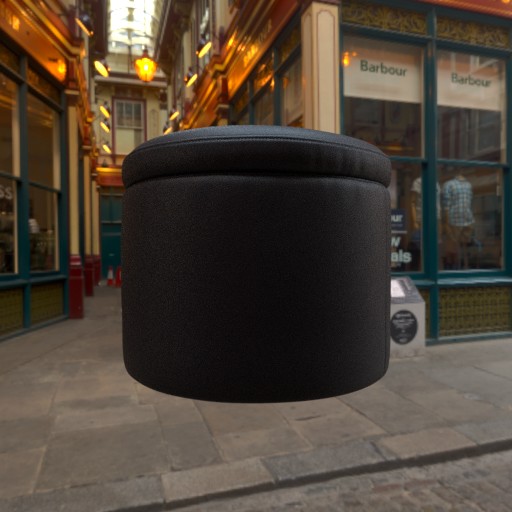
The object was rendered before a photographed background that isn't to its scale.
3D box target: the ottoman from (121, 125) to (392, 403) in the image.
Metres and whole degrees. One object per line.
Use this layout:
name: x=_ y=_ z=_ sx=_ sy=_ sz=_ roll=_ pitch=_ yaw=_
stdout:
ottoman: x=0.000 y=0.000 z=0.859 sx=0.501 sy=0.409 sz=0.501 roll=0 pitch=1 yaw=0
